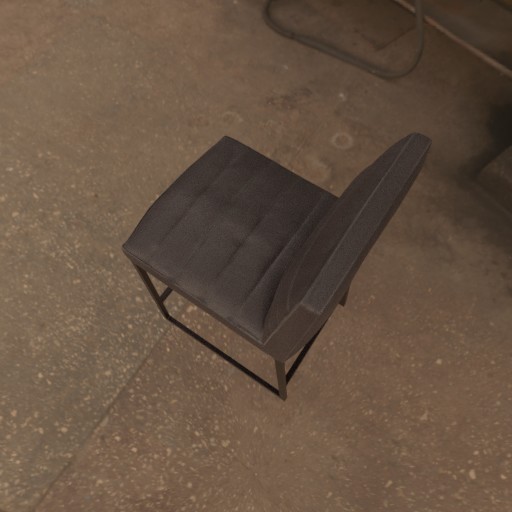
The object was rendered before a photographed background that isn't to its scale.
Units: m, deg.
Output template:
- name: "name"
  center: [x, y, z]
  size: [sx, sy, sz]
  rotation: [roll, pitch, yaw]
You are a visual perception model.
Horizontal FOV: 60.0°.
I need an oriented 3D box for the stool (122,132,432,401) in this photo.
- name: "stool"
  center: [0.000, 0.000, 1.262]
  size: [0.562, 0.946, 0.463]
  rotation: [31, 68, 14]
